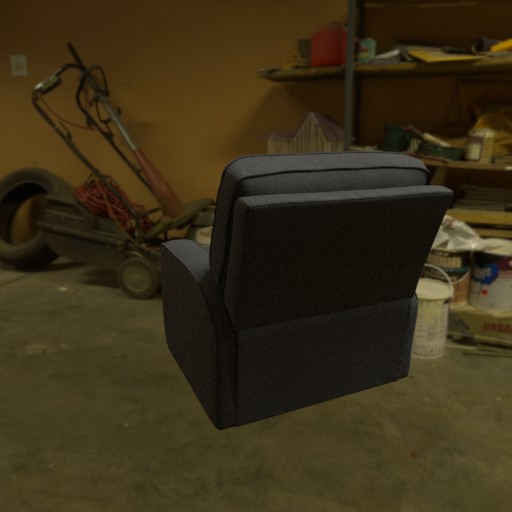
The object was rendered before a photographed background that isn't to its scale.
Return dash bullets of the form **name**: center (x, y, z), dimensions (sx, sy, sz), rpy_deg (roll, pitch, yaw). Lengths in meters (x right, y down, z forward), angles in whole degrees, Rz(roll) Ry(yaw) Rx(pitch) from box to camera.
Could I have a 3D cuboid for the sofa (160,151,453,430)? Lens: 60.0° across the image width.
- **sofa**: center (0.000, 0.000, 2.030), dimensions (0.861, 0.959, 1.472), rpy_deg (-7, 16, -24)
